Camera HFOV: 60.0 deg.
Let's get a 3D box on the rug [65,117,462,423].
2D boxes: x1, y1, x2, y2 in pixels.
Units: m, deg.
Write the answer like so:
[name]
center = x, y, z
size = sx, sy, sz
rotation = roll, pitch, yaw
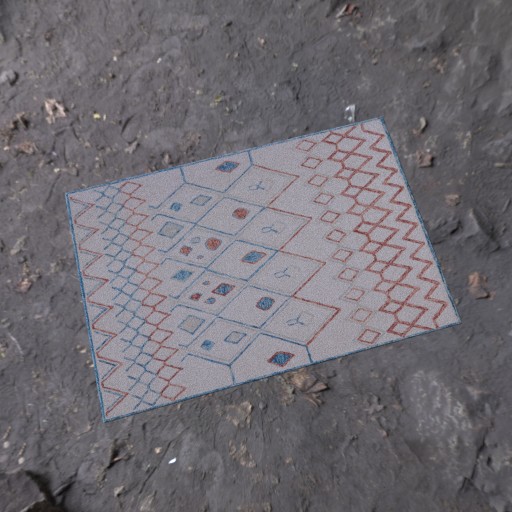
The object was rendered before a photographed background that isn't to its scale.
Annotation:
[rug]
center = 0.000, 0.000, 2.326
size = 1.829, 0.016, 1.219
rotation = -15, 76, -4
